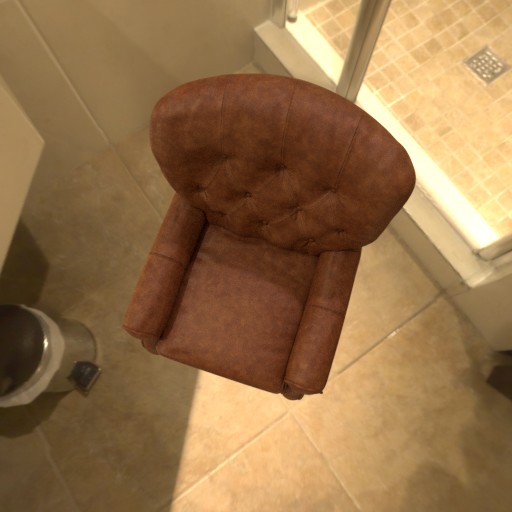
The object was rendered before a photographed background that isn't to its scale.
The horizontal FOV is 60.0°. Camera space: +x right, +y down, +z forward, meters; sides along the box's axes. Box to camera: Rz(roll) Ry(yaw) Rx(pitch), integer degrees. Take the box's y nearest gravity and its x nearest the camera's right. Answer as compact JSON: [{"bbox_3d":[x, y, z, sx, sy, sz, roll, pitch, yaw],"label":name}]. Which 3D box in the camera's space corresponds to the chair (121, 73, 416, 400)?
[{"bbox_3d":[0.000,0.000,1.919,0.951,1.164,1.059,17,75,5],"label":"chair"}]
